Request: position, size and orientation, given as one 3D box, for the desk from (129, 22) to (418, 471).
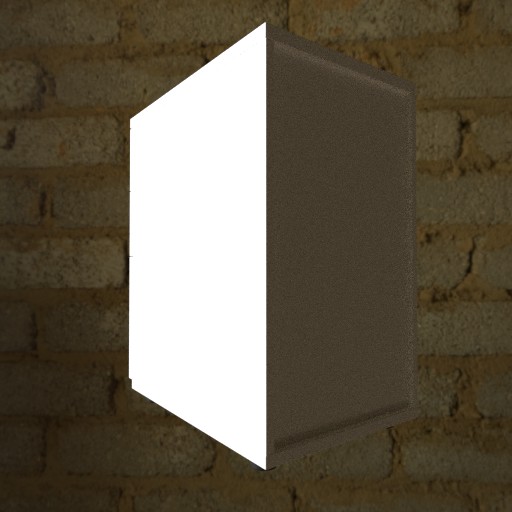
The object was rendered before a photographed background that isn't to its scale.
[{"bbox_3d":[0.000,0.000,1.058,0.404,0.730,0.600,1,-1,-36],"label":"desk"}]
